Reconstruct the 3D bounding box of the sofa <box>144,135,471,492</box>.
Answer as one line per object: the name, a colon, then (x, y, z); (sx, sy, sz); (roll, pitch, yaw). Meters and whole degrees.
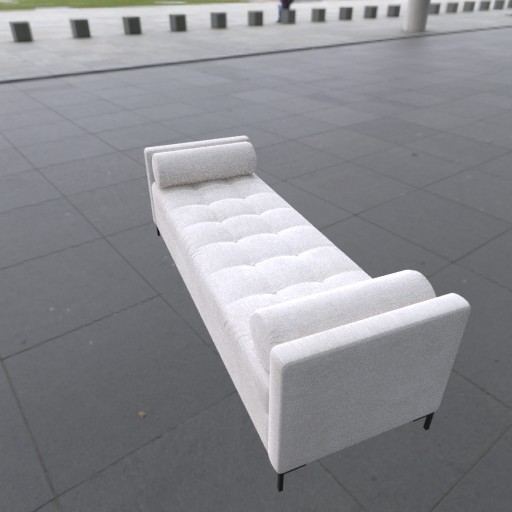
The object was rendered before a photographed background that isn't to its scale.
sofa: (0.000, 0.000, 2.237); (0.686, 0.635, 1.981); (-13, 34, -19)
